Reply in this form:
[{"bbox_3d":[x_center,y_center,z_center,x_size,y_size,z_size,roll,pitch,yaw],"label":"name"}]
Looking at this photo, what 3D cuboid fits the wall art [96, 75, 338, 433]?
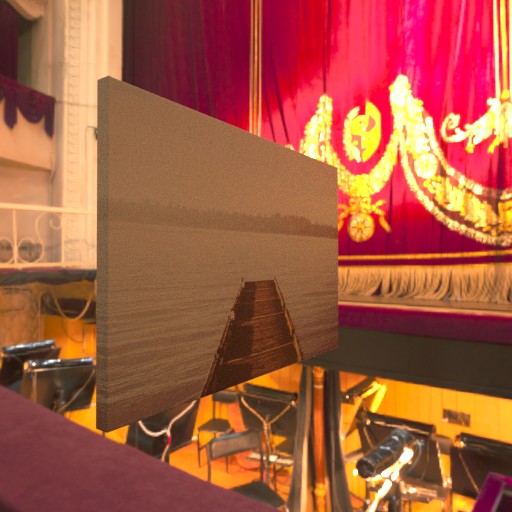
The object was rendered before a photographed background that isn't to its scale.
[{"bbox_3d":[0.000,0.000,0.763,0.021,0.410,0.615,0,-1,35],"label":"wall art"}]
